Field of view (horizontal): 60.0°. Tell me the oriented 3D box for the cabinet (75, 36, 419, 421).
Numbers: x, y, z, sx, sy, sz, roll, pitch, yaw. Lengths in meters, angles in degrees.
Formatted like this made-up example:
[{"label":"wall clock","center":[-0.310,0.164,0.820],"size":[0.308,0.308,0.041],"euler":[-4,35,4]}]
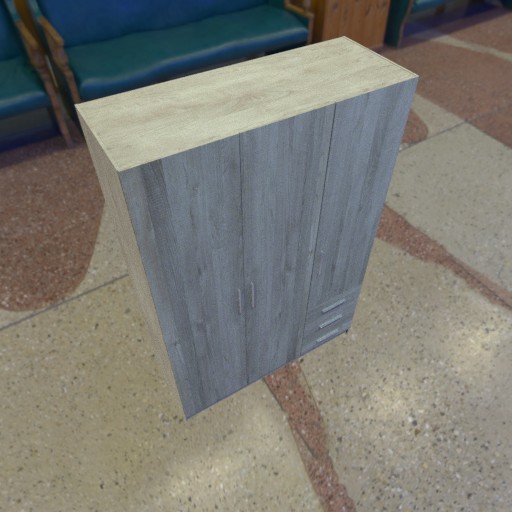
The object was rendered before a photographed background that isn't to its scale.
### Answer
[{"label":"cabinet","center":[0.000,0.000,2.445],"size":[1.290,1.910,0.510],"euler":[-24,51,-21]}]
